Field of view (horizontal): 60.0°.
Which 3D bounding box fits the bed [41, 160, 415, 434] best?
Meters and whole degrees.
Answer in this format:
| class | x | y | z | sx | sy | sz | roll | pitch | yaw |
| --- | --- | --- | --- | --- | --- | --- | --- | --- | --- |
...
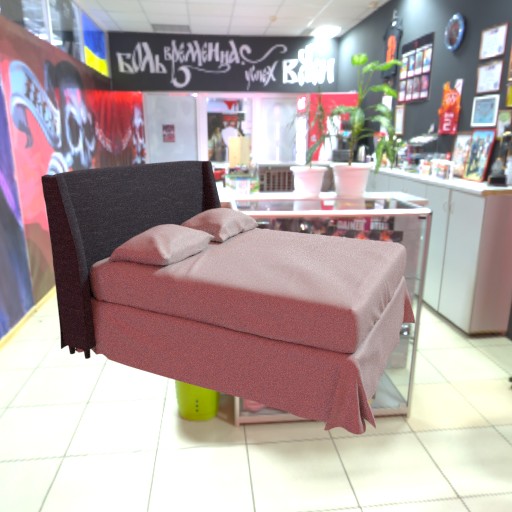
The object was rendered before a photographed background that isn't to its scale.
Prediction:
| class | x | y | z | sx | sy | sz | roll | pitch | yaw |
| --- | --- | --- | --- | --- | --- | --- | --- | --- | --- |
| bed | 0.000 | 0.000 | 3.434 | 2.276 | 1.332 | 1.925 | 8 | 17 | 26 |
